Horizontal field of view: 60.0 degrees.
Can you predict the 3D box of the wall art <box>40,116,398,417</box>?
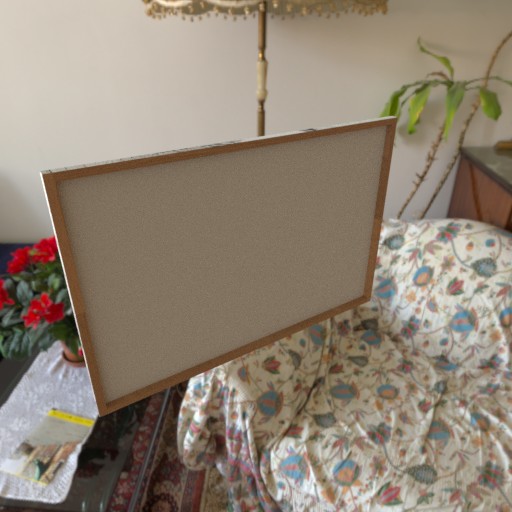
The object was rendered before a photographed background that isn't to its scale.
[{"bbox_3d":[0.000,0.000,1.152,0.914,0.607,0.023,-17,33,-29],"label":"wall art"}]
